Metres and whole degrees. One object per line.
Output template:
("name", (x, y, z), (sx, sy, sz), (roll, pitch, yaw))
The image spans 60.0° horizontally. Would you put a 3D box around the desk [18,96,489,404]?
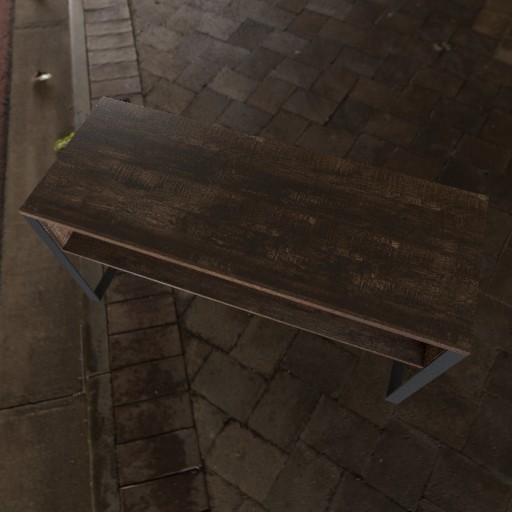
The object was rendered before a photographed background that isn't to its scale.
("desk", (0.000, 0.000, 1.875), (1.524, 0.762, 0.599), (17, 62, 9))
